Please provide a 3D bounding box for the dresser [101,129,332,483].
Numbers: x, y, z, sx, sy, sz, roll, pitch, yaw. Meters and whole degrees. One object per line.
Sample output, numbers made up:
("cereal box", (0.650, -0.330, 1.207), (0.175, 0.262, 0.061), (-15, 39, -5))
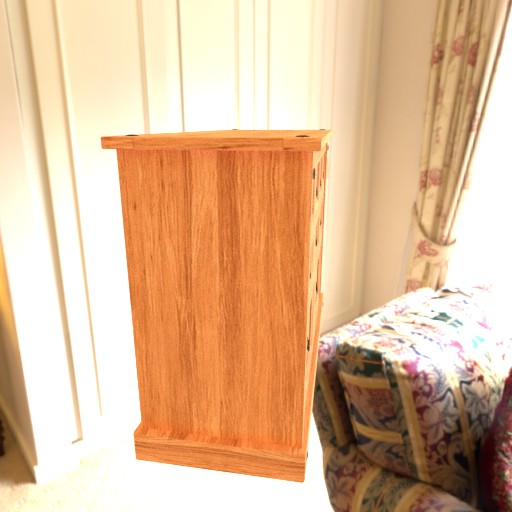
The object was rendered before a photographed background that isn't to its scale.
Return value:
("dresser", (0.000, 0.000, 1.363), (0.410, 0.740, 0.990), (3, 17, 10))
